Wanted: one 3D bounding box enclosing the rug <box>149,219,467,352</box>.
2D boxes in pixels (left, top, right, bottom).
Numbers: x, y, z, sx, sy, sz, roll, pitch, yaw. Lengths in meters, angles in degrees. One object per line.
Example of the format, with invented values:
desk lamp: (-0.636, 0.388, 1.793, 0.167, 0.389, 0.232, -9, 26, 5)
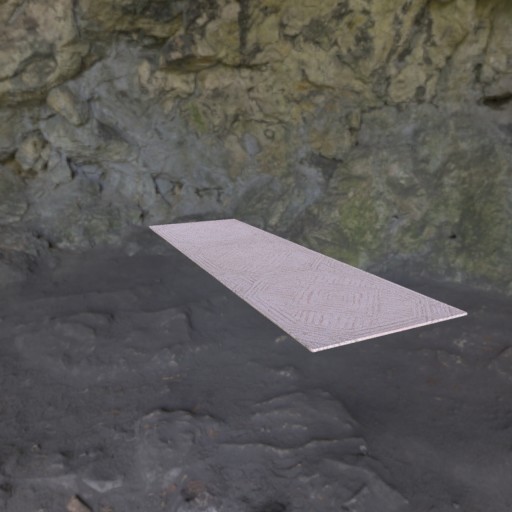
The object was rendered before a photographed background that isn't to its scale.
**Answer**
rug: (0.000, 0.000, 2.751, 0.775, 0.012, 2.452, -7, 17, -25)
